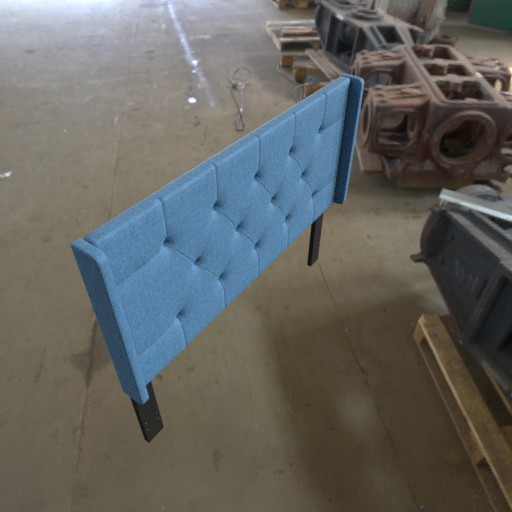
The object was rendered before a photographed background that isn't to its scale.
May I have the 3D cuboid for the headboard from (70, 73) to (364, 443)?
[{"bbox_3d":[0.000,0.000,2.623,0.184,1.524,2.051,25,47,26],"label":"headboard"}]
